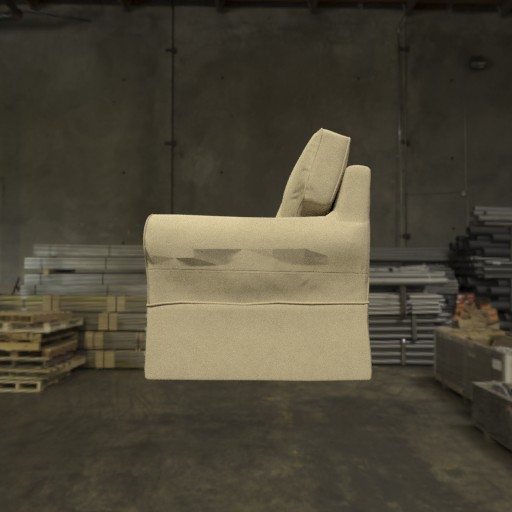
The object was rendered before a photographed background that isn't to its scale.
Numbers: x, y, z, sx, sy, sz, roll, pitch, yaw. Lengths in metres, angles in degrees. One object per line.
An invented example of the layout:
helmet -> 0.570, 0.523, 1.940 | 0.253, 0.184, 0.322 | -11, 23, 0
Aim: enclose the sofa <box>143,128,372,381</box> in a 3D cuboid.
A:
sofa -> 0.000, 0.000, 2.751 | 0.900, 1.014, 2.246 | 0, -1, 0
